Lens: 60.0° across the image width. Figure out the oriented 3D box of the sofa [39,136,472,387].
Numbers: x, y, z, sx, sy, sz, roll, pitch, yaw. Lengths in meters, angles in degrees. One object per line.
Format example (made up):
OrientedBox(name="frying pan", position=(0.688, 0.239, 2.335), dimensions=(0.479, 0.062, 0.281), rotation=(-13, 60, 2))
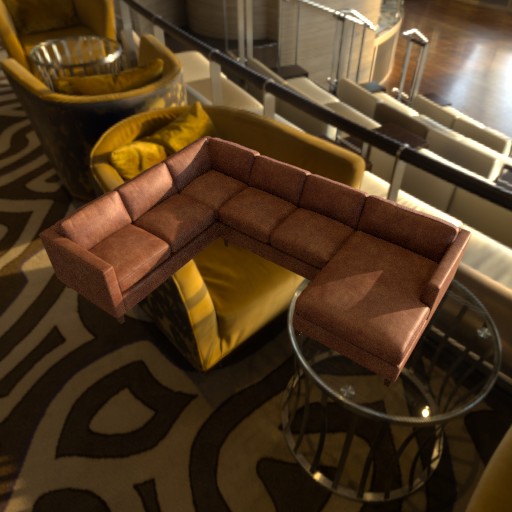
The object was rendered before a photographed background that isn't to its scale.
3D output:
OrientedBox(name="sofa", position=(0.000, 0.000, 4.400), dimensions=(3.324, 0.888, 2.452), rotation=(26, 48, 26))
